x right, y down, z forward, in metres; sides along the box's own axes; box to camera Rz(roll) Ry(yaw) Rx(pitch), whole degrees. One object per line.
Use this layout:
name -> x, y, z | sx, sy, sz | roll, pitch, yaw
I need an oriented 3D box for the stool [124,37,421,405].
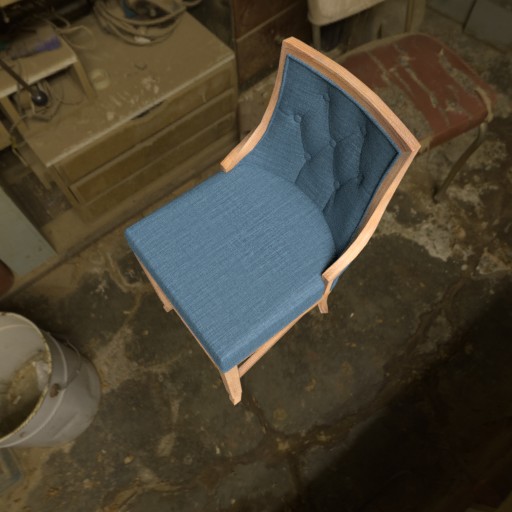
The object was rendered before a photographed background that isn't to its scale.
stool -> 0.000, 0.000, 1.448 | 0.626, 1.101, 0.524 | -35, 69, -15
